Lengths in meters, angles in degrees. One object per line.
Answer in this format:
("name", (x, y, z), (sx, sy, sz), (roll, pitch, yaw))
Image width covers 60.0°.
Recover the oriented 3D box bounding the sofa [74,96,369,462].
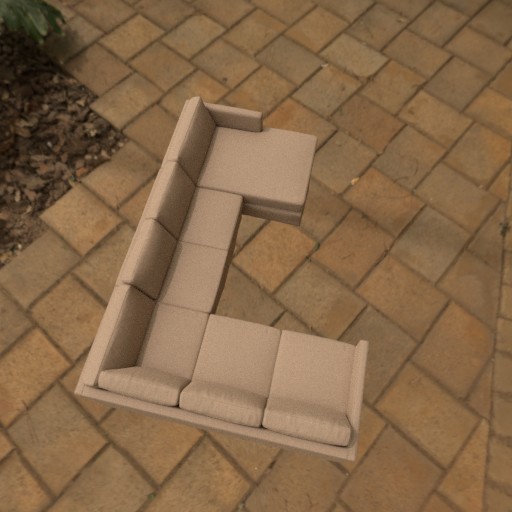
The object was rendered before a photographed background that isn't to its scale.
("sofa", (0.000, 0.000, 4.604), (2.427, 0.882, 3.460), (11, 65, 5))
